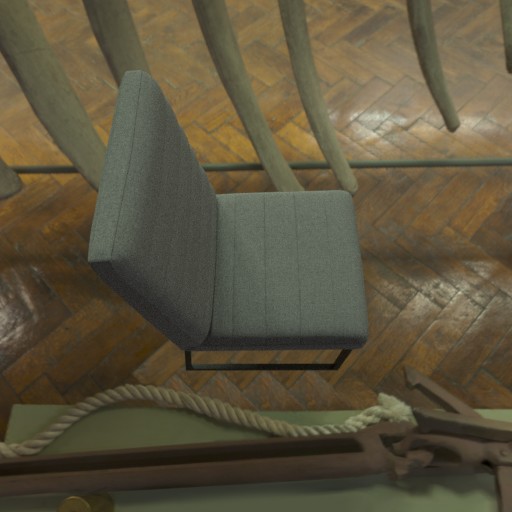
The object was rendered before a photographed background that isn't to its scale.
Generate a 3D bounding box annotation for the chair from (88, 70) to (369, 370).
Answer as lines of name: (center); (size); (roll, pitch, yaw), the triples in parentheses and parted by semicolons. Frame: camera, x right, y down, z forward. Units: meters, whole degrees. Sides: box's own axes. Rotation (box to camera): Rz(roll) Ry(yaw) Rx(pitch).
chair: (0.000, 0.000, 1.311); (0.634, 0.930, 0.520); (0, 63, 0)
